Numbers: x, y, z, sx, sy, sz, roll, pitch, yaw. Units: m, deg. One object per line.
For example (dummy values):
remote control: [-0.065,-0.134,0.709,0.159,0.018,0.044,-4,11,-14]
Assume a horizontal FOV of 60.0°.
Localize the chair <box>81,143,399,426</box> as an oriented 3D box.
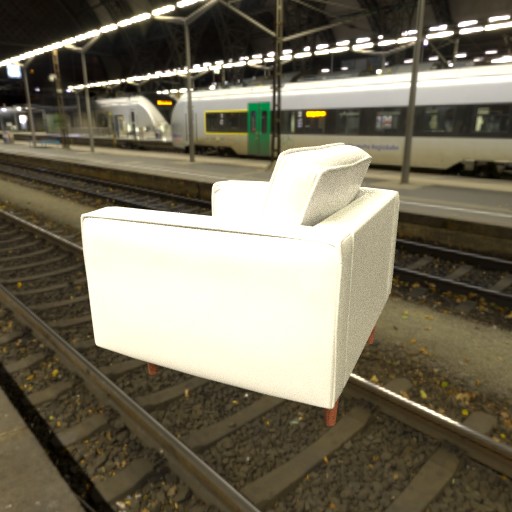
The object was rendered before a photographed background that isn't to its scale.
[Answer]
chair: [0.000,0.000,1.577,0.843,0.773,0.928,8,18,24]
